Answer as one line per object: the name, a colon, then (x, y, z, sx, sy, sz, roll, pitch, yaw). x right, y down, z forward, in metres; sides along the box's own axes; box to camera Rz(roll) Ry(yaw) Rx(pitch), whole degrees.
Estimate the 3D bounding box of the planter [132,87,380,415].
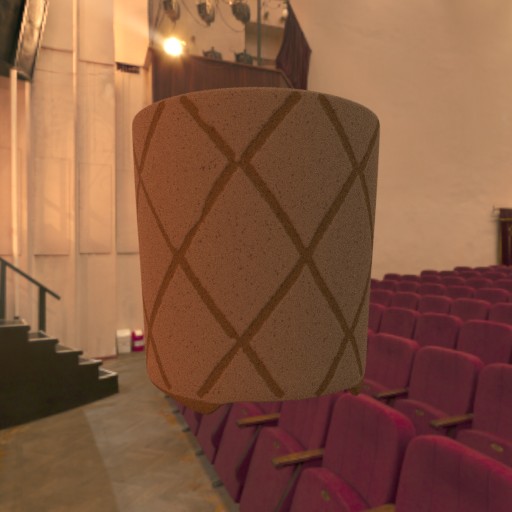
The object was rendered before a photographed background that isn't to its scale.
planter: (0.000, 0.000, 0.354, 0.191, 0.199, 0.191, 0, 0, 0)
